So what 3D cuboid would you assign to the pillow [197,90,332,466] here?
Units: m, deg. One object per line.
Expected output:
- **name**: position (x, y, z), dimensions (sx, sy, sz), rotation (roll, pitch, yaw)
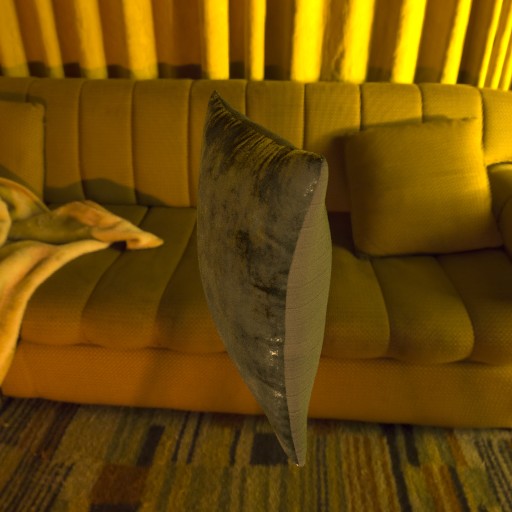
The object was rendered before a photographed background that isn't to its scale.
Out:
- **pillow**: position (0.000, 0.000, 0.736), dimensions (0.175, 0.464, 0.470), rotation (-8, 29, -15)
